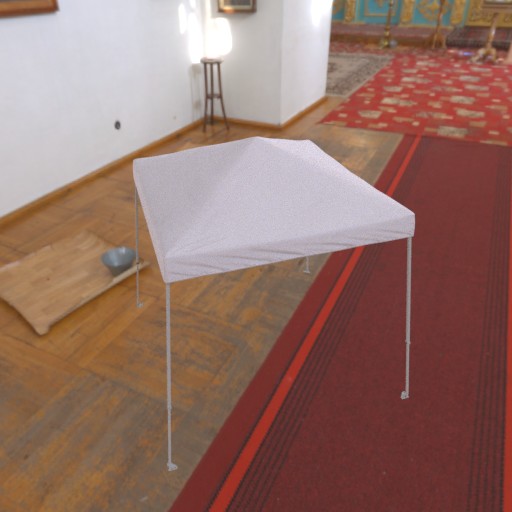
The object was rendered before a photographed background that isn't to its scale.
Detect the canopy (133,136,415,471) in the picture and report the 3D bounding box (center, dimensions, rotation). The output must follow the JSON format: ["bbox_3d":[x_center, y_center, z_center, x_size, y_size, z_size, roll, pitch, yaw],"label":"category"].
[{"bbox_3d":[0.000,0.000,5.241,2.850,2.850,2.849,-10,34,-16],"label":"canopy"}]
